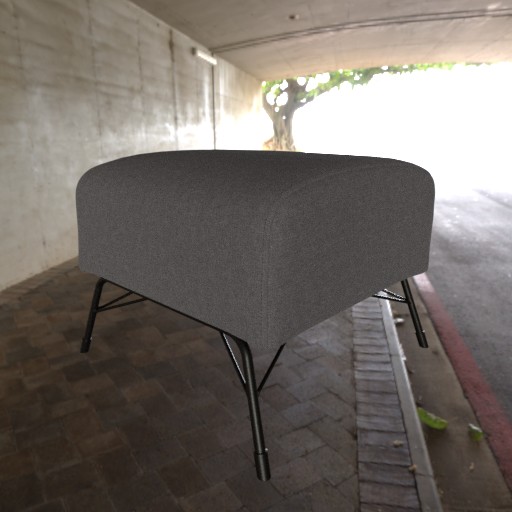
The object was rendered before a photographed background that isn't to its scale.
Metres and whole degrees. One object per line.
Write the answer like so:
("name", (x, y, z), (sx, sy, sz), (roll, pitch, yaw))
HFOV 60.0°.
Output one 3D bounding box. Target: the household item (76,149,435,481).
("household item", (0.000, 0.000, 0.887), (0.530, 0.410, 0.530), (14, 21, 41))
